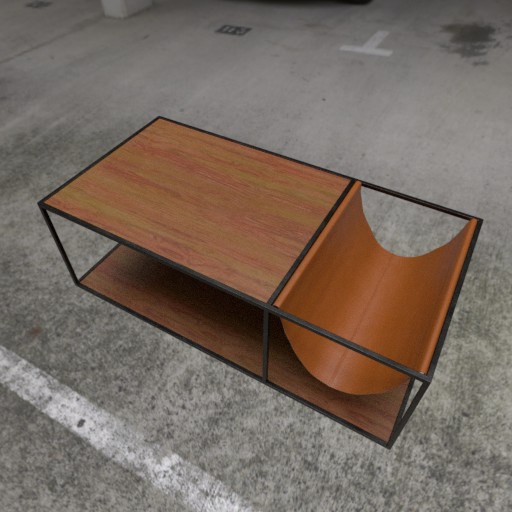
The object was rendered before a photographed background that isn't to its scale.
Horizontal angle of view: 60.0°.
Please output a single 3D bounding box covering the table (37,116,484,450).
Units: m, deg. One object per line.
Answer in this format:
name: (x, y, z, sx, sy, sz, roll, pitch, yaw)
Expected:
table: (0.000, 0.000, 1.470, 1.199, 0.403, 0.597, 23, 51, 20)
